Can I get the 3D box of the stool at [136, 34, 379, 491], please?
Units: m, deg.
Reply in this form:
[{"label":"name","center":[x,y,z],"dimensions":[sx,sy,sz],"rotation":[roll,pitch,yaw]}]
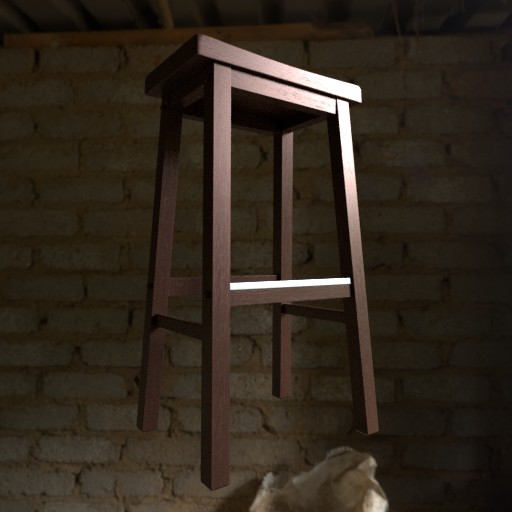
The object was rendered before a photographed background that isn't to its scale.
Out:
[{"label":"stool","center":[0.000,0.000,0.945],"dimensions":[0.406,0.742,0.322],"rotation":[0,0,-36]}]
